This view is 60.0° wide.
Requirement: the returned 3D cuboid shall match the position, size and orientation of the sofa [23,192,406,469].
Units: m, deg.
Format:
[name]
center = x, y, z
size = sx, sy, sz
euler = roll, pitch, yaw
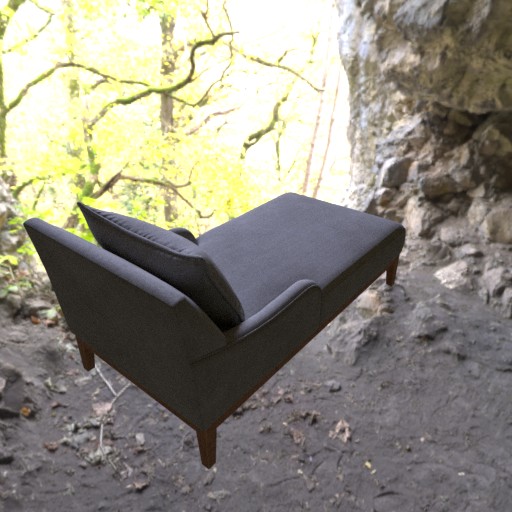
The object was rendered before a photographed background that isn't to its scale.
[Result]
[sofa]
center = 0.000, 0.000, 2.253
size = 0.894, 0.859, 1.779
euler = 22, 37, 33
